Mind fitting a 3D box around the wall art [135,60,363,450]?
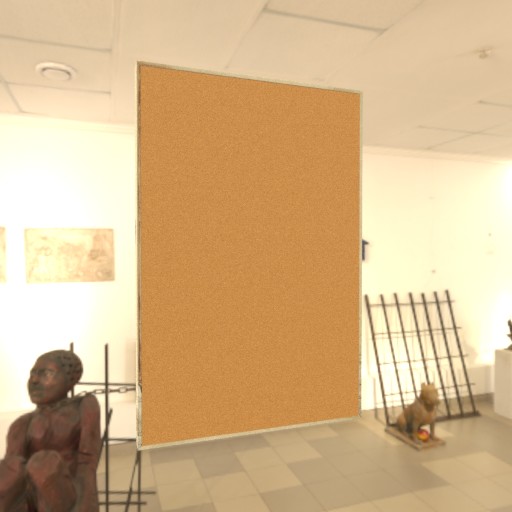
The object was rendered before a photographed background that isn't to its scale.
[{"bbox_3d":[0.000,0.000,0.772,0.403,0.607,0.036,0,1,-19],"label":"wall art"}]
